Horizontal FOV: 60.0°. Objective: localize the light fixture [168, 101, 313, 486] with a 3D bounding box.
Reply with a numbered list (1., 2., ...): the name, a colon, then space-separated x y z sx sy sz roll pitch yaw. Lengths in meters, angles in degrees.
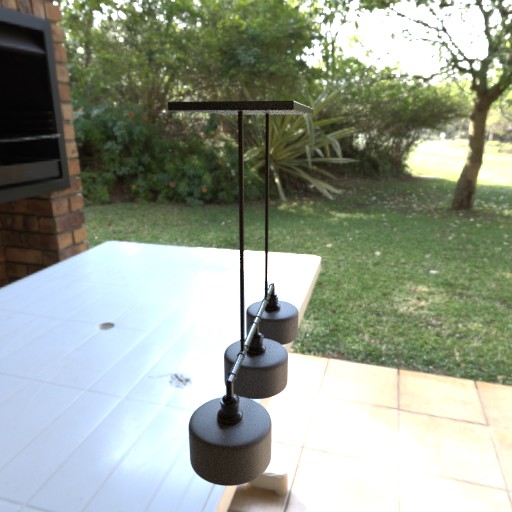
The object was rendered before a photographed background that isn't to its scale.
1. light fixture: 0.000 0.000 0.868 0.177 0.557 0.582 3 17 10
